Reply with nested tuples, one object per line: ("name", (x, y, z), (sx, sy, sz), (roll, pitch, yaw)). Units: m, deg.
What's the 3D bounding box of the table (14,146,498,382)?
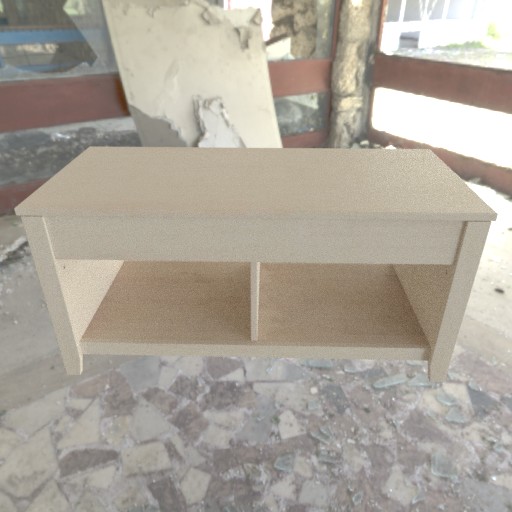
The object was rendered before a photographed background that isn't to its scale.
("table", (0.000, 0.000, 1.247), (1.016, 0.483, 0.457), (1, 30, 1))
